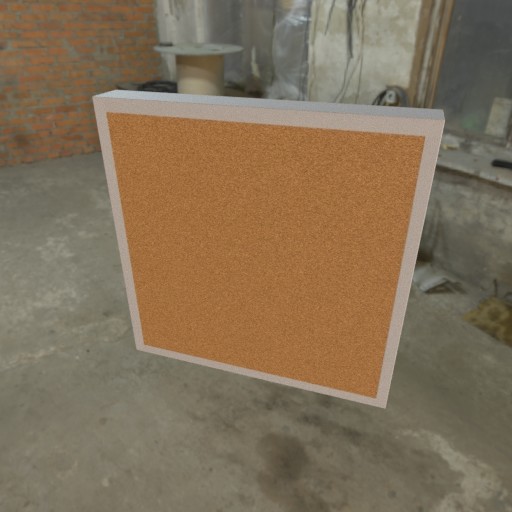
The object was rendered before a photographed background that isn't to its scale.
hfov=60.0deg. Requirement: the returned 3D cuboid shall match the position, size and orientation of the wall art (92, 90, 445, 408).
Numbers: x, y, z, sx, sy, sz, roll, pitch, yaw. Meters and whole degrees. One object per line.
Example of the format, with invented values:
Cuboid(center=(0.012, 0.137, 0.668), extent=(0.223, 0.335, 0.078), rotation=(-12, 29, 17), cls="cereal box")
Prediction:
Cuboid(center=(0.000, 0.000, 0.458), extent=(0.305, 0.305, 0.038), rotation=(9, 31, 15), cls="wall art")
